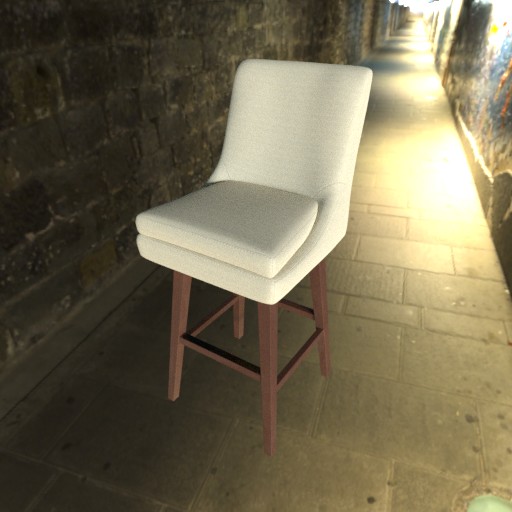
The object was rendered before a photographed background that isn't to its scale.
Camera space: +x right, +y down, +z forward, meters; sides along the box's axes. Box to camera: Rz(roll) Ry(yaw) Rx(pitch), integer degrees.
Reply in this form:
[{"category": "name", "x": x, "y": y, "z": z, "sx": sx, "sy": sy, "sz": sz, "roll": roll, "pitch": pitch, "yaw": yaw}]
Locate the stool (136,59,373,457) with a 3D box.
[{"category": "stool", "x": 0.000, "y": 0.000, "z": 1.407, "sx": 0.483, "sy": 1.093, "sz": 0.559, "roll": 18, "pitch": 34, "yaw": 29}]
